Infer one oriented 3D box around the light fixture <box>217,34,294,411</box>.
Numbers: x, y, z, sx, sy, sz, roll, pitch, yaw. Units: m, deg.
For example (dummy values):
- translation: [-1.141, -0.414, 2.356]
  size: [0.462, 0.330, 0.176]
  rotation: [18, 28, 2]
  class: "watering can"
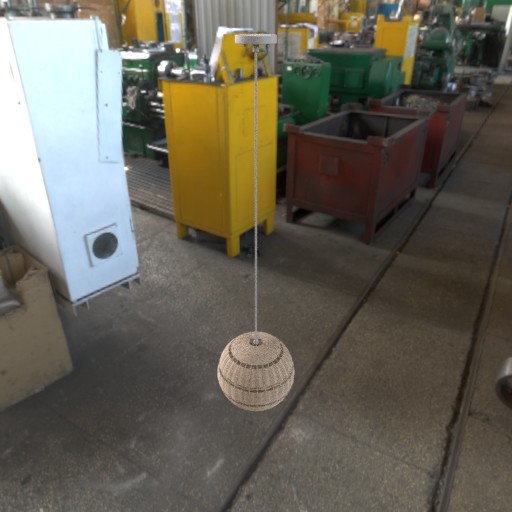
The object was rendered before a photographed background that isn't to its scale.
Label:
- translation: [0.000, 0.000, 2.261]
  size: [0.457, 2.019, 0.457]
  rotation: [-1, 29, -2]
  class: "light fixture"
